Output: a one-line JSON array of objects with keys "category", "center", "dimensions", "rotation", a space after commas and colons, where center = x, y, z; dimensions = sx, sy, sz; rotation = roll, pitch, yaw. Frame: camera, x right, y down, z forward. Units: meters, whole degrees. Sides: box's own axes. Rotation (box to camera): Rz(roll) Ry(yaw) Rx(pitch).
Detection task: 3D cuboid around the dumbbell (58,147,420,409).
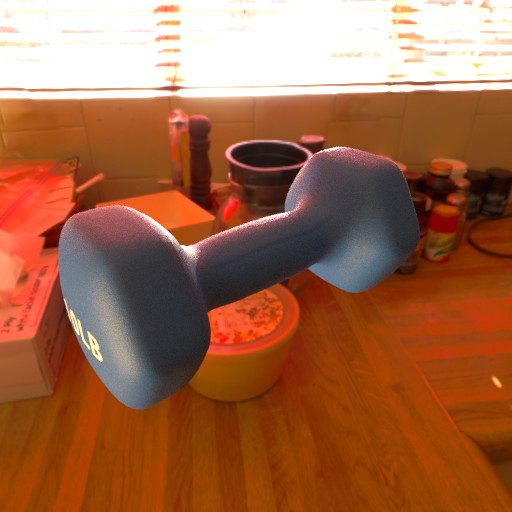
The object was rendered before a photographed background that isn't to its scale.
[{"category": "dumbbell", "center": [0.000, 0.000, 0.263], "dimensions": [0.212, 0.093, 0.103], "rotation": [-21, 36, -32]}]
